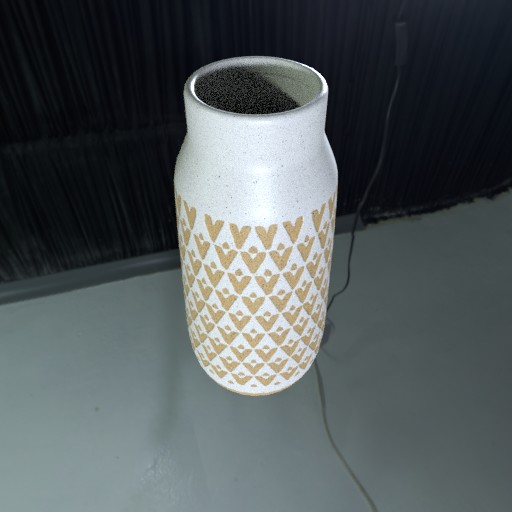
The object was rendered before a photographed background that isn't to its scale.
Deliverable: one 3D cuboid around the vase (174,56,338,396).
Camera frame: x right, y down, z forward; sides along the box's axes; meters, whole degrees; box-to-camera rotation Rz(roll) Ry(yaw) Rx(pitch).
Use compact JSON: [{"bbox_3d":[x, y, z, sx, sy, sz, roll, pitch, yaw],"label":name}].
[{"bbox_3d":[0.000,0.000,0.386,0.137,0.307,0.137,0,45,0],"label":"vase"}]
